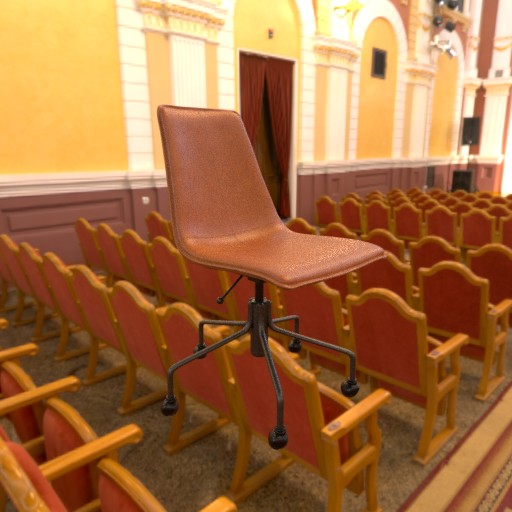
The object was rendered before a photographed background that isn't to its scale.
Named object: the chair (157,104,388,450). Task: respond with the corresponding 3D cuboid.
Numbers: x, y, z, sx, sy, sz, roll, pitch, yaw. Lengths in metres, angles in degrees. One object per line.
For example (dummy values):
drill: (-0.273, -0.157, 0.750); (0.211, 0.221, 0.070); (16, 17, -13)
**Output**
chair: (0.000, 0.000, 1.391); (0.651, 0.920, 0.660); (-14, 19, -43)
